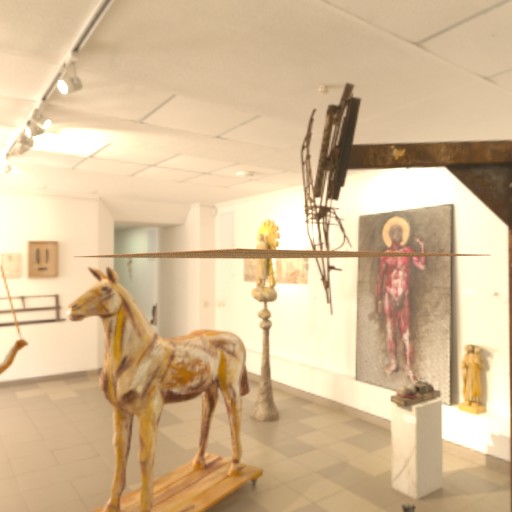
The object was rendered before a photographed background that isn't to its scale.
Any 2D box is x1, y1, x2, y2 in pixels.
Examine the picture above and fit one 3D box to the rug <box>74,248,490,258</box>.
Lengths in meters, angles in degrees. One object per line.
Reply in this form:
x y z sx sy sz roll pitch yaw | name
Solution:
0.000 0.000 4.050 2.436 0.011 3.045 1 -1 -36 | rug
